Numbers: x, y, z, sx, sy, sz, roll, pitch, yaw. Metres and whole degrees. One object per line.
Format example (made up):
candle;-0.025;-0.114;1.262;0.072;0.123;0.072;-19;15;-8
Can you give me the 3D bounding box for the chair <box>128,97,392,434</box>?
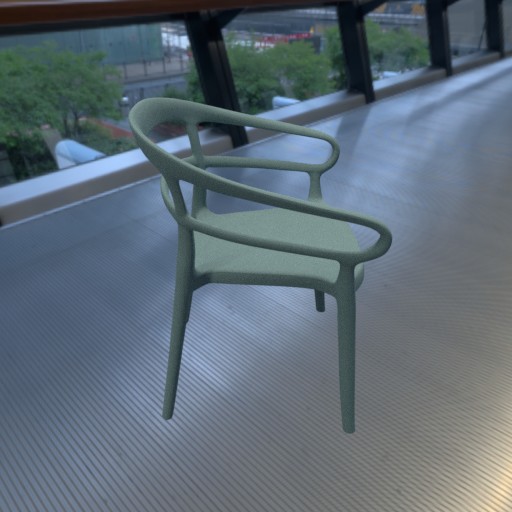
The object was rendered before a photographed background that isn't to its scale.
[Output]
chair;0.000;0.000;1.153;0.527;0.761;0.559;-1;31;-1
